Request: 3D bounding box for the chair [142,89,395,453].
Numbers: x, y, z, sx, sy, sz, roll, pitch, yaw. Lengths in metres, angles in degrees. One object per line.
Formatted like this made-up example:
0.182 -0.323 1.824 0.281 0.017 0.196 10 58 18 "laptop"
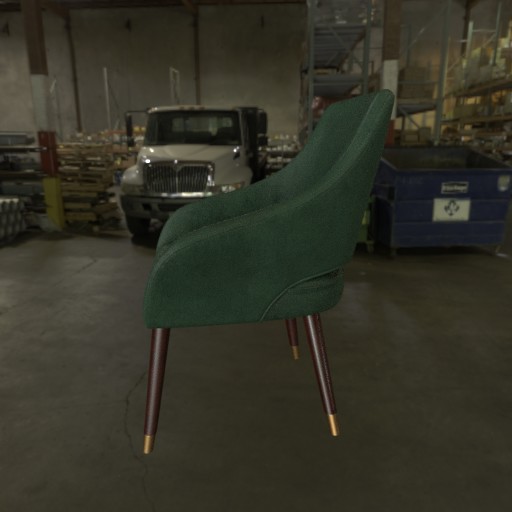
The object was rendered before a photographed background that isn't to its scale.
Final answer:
0.000 0.000 1.549 0.794 1.081 0.683 -2 14 -9 "chair"
